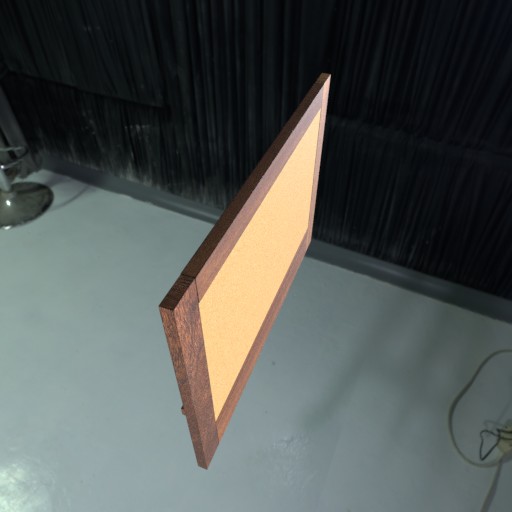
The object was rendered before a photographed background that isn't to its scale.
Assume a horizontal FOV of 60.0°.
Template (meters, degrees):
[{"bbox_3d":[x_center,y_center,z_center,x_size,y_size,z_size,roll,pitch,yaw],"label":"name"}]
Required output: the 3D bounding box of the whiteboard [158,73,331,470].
[{"bbox_3d":[0.000,0.000,1.034,0.083,0.559,0.783,16,47,15],"label":"whiteboard"}]
